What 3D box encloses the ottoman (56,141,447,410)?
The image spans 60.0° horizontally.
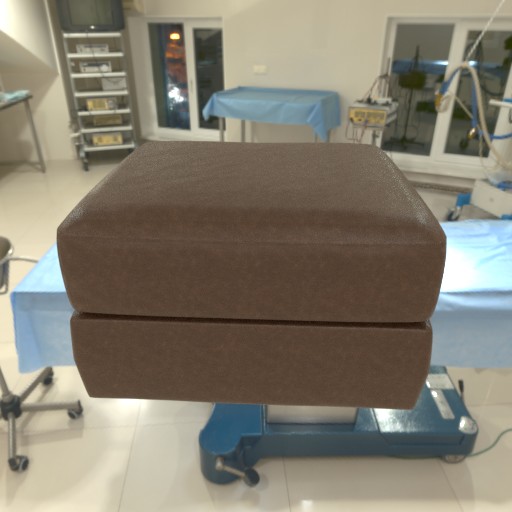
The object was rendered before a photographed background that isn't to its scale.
[{"bbox_3d":[0.000,0.000,1.111,0.751,0.476,0.603,1,29,3],"label":"ottoman"}]
